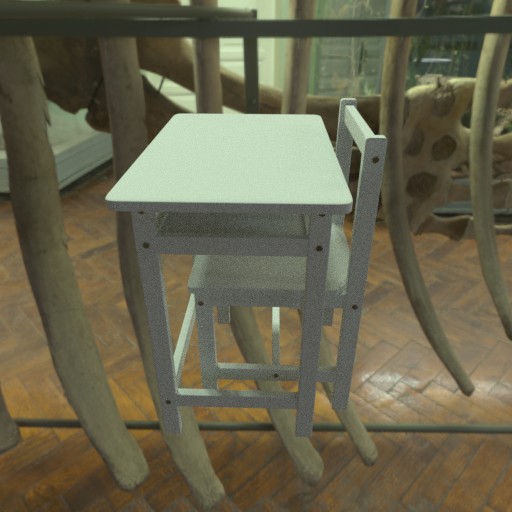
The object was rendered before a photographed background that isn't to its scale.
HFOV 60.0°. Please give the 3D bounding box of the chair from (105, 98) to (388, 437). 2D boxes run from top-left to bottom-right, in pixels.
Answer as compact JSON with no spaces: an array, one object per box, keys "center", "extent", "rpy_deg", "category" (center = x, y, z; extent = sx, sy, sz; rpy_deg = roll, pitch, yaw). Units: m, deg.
[{"center":[0.000,0.000,1.077],"extent":[0.461,0.673,0.599],"rpy_deg":[1,30,2],"category":"chair"}]
